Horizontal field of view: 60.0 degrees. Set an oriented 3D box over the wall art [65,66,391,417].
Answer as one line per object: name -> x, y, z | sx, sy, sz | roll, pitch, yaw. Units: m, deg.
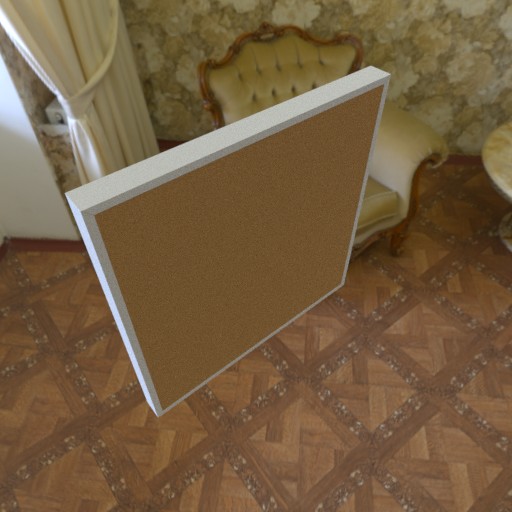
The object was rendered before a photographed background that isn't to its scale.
wall art -> 0.000, 0.000, 0.460 | 0.304, 0.304, 0.024 | -31, 54, -26
